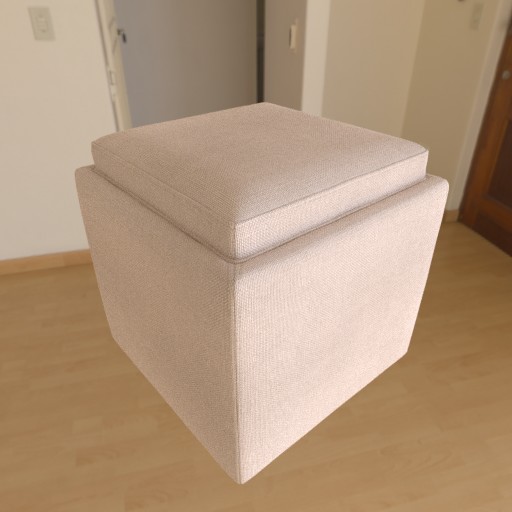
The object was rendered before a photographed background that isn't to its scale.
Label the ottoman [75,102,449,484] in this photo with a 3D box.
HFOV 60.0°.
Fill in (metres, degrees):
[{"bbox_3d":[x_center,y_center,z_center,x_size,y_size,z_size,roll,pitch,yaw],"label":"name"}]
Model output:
[{"bbox_3d":[0.000,0.000,0.800,0.451,0.460,0.450,-24,39,-33],"label":"ottoman"}]
